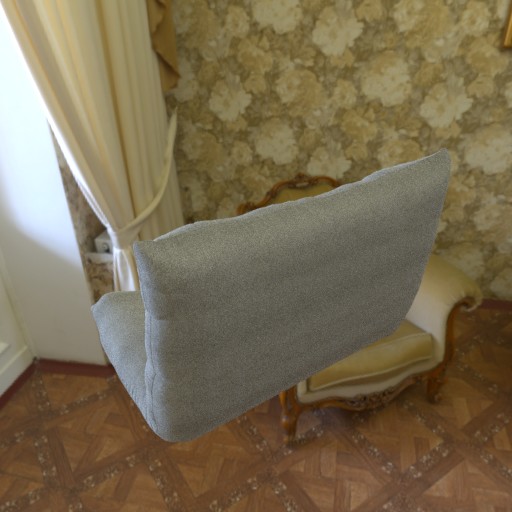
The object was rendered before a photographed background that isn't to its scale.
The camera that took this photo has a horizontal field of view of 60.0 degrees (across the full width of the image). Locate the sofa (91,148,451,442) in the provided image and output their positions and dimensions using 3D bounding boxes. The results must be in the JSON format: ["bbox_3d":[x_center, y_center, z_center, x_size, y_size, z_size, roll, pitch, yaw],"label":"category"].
[{"bbox_3d":[0.000,0.000,1.677,1.144,0.795,0.847,-19,34,-30],"label":"sofa"}]
